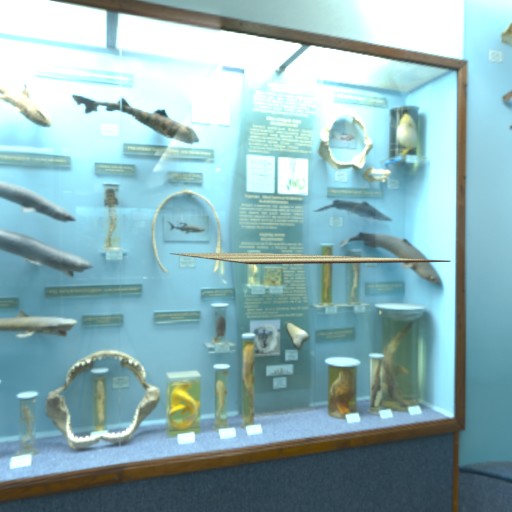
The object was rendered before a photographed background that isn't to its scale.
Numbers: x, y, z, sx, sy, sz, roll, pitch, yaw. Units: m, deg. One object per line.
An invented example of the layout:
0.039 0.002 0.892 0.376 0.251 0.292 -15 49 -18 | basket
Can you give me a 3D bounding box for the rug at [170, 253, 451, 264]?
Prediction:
0.000 0.000 2.716 0.792 0.006 2.437 0 1 -17 | rug
